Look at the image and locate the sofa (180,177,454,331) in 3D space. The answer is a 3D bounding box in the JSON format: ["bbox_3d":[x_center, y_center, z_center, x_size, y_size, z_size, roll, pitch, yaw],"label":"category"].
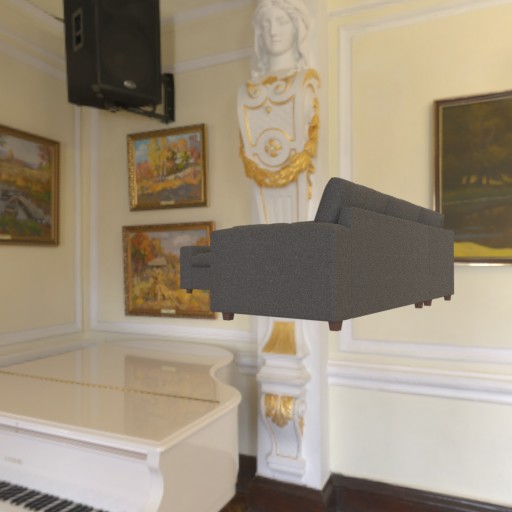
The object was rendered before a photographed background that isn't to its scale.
[{"bbox_3d":[0.000,0.000,4.681,3.277,0.965,2.895,-1,-1,36],"label":"sofa"}]
